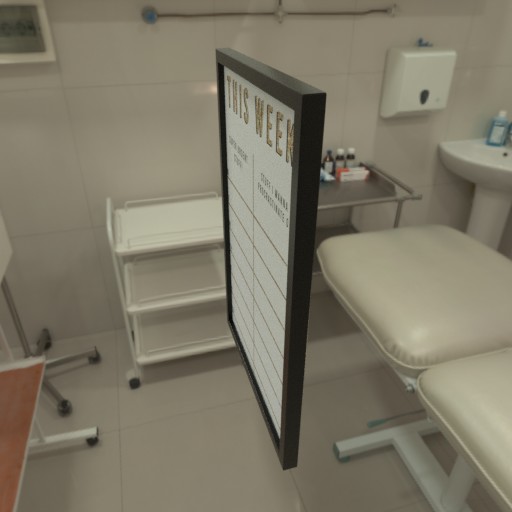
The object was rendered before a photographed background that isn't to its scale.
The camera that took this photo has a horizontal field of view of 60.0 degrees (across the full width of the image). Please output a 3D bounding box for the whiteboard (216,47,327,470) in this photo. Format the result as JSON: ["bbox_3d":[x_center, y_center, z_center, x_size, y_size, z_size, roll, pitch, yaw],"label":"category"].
[{"bbox_3d":[0.000,0.000,0.761,0.026,0.611,0.406,-9,32,-14],"label":"whiteboard"}]
